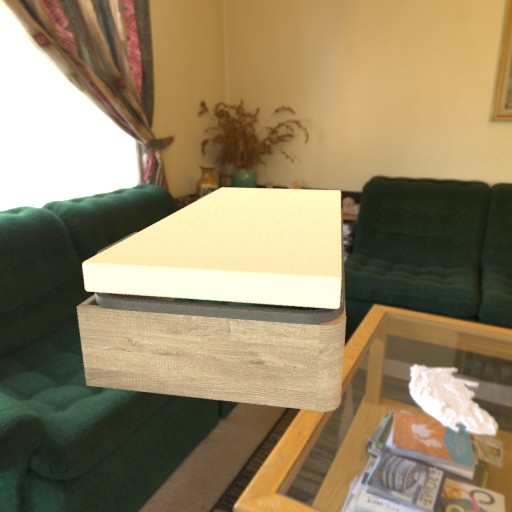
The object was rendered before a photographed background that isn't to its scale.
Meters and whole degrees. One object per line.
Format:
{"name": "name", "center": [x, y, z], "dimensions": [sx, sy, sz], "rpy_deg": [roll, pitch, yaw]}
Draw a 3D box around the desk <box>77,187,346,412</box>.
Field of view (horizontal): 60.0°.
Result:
{"name": "desk", "center": [0.000, 0.000, 2.330], "dimensions": [0.900, 0.455, 1.900], "rpy_deg": [3, 17, 10]}
